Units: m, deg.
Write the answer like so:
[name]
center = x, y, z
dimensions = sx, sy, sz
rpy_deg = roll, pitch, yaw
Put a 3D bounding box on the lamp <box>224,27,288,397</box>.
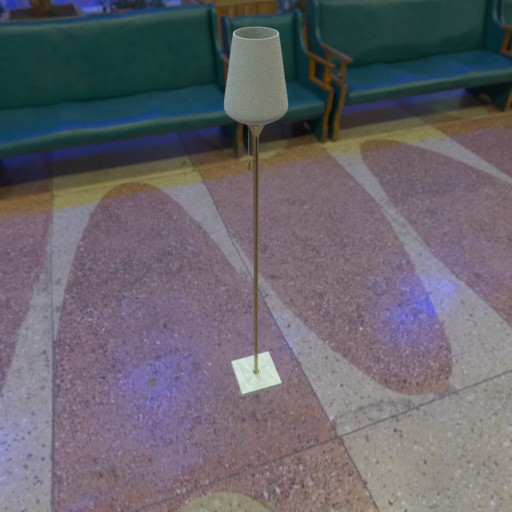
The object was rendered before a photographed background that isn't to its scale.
[lamp]
center = 0.000, 0.000, 1.955
dimensions = 0.232, 1.813, 0.229
rpy_deg = -12, 42, -14
